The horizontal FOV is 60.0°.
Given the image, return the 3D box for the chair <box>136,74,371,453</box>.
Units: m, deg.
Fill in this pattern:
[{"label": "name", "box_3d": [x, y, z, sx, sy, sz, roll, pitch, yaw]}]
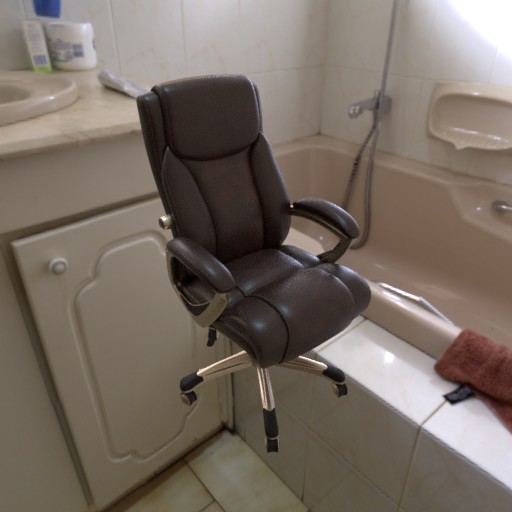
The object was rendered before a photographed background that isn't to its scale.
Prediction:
[{"label": "chair", "box_3d": [0.000, 0.000, 1.662, 0.692, 1.194, 0.749, -21, 36, -32]}]
